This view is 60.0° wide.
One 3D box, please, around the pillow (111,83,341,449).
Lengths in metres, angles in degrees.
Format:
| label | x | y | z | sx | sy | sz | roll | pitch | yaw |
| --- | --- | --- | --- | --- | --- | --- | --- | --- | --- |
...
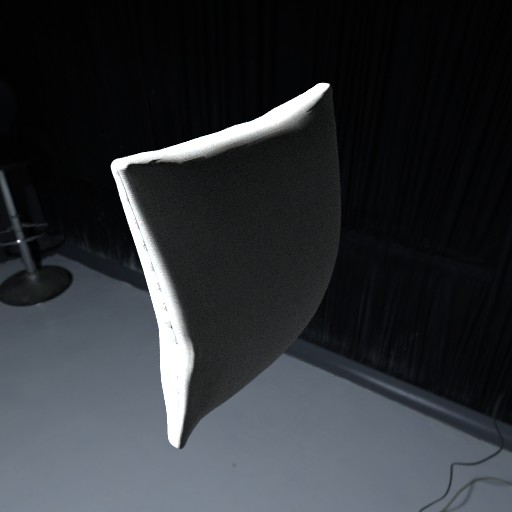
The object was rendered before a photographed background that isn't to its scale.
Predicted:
| label | x | y | z | sx | sy | sz | roll | pitch | yaw |
| --- | --- | --- | --- | --- | --- | --- | --- | --- | --- |
| pillow | 0.000 | 0.000 | 0.772 | 0.219 | 0.491 | 0.496 | 20 | 38 | 28 |
